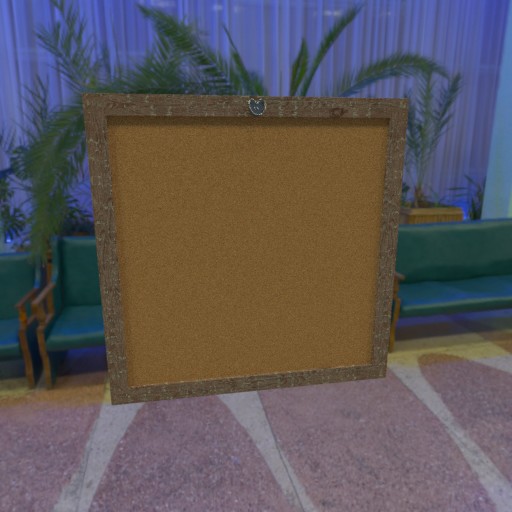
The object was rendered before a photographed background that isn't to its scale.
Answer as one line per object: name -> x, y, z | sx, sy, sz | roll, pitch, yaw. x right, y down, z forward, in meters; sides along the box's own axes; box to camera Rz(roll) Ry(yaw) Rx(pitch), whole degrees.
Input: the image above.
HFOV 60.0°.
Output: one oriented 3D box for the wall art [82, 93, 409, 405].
wall art -> 0.000, 0.000, 0.559 | 0.380, 0.380, 0.022 | -3, 15, -10
